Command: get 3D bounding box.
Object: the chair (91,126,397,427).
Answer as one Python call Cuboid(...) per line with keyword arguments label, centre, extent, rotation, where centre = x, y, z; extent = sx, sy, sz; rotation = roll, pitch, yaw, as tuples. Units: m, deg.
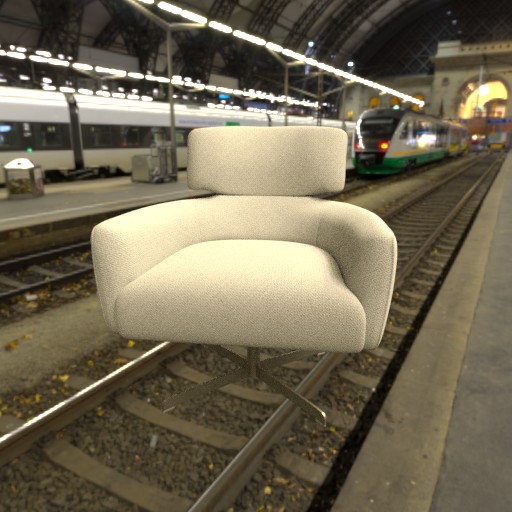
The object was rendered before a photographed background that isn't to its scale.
Cuboid(label="chair", centre=(0.000, 0.000, 1.409), extent=(0.760, 0.810, 0.730), rotation=(2, 15, 8))
